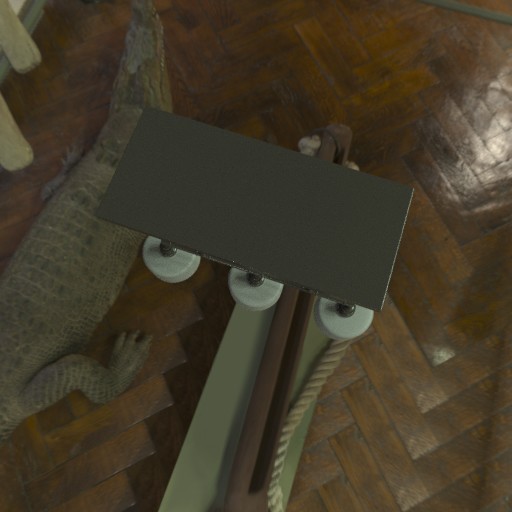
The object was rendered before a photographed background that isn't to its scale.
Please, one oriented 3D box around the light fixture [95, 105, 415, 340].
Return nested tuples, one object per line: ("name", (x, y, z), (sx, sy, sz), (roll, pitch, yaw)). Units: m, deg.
("light fixture", (0.000, 0.000, 0.862), (0.582, 0.557, 0.177), (18, 76, 5))
